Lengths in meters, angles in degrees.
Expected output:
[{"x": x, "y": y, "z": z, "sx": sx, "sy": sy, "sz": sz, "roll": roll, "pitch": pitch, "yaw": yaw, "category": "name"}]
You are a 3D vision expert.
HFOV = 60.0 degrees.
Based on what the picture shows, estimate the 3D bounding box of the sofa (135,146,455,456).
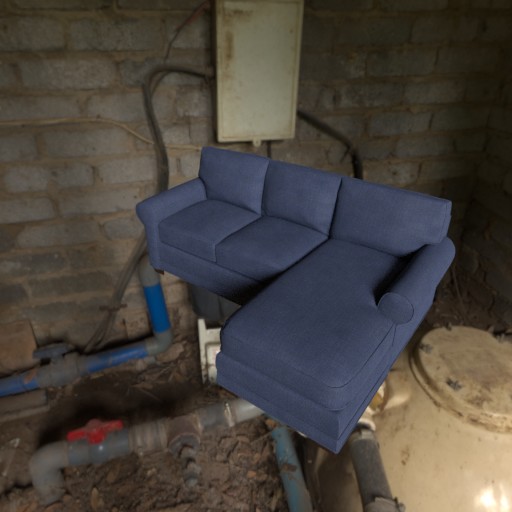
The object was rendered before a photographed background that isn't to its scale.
[{"x": 0.000, "y": 0.000, "z": 3.477, "sx": 2.567, "sy": 1.063, "sz": 1.780, "roll": 20, "pitch": 36, "yaw": 31, "category": "sofa"}]
